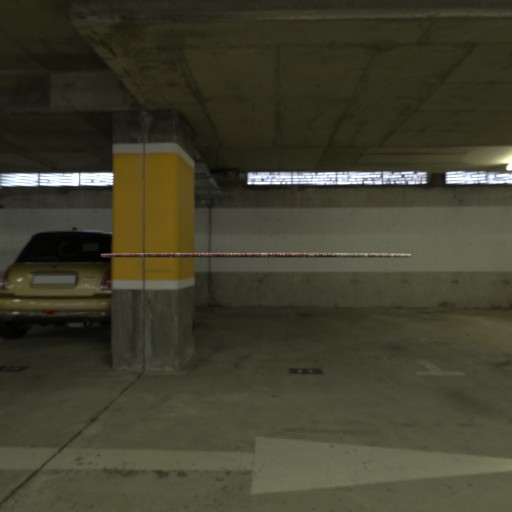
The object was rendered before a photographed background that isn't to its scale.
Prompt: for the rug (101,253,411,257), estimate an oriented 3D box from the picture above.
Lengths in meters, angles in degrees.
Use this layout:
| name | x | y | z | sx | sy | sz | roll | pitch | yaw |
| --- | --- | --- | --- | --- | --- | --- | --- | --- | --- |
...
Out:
| name | x | y | z | sx | sy | sz | roll | pitch | yaw |
| --- | --- | --- | --- | --- | --- | --- | --- | --- | --- |
| rug | 0.000 | 0.000 | 2.287 | 1.514 | 0.015 | 1.514 | 0 | 0 | 0 |
